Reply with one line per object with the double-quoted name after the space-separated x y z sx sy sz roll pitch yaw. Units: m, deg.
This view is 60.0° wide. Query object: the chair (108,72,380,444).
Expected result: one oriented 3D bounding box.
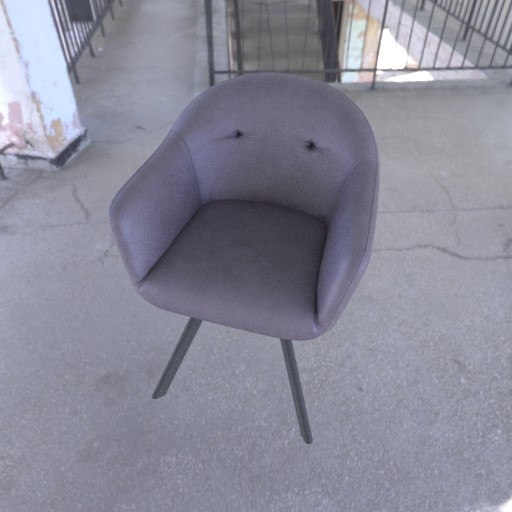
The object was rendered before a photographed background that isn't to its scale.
0.000 0.000 1.182 0.567 0.781 0.544 12 43 13 "chair"
